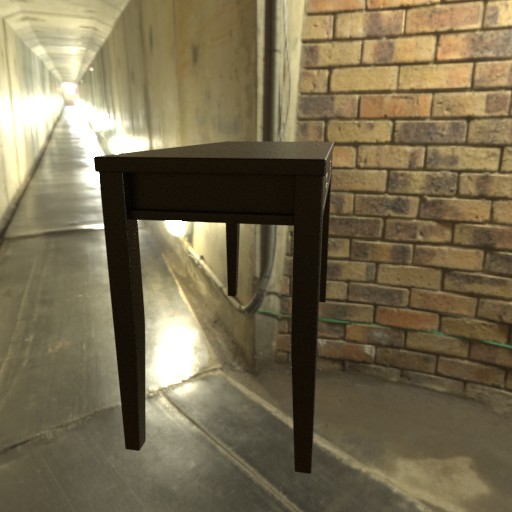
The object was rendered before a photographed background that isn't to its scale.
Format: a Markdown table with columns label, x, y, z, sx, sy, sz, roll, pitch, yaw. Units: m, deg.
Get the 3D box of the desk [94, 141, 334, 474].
| label | x | y | z | sx | sy | sz | roll | pitch | yaw |
| --- | --- | --- | --- | --- | --- | --- | --- | --- | --- |
| desk | 0.000 | 0.000 | 1.614 | 0.508 | 0.775 | 1.220 | 3 | 16 | 10 |
